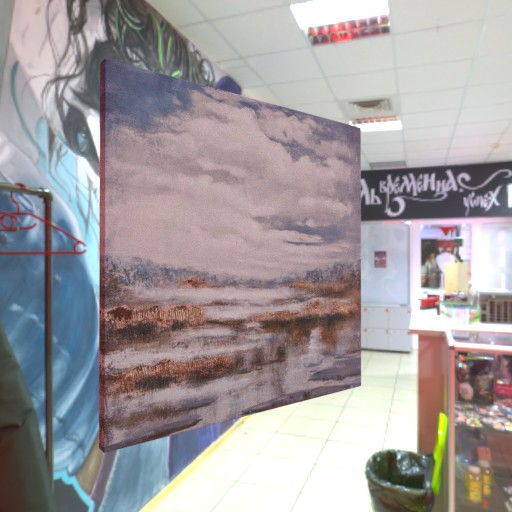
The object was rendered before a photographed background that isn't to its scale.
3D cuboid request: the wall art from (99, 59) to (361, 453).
[{"bbox_3d":[0.000,0.000,1.461,1.010,1.020,0.040,0,-1,-37],"label":"wall art"}]
